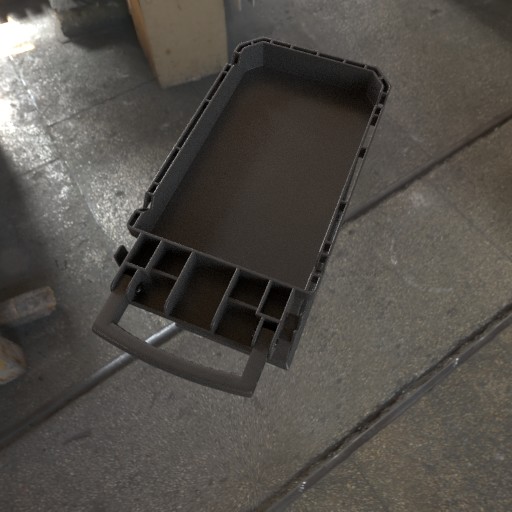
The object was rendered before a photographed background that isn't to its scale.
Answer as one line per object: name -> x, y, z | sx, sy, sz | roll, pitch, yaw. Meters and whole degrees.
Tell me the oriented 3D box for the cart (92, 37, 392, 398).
cart -> 0.000, 0.000, 1.554 | 0.497, 0.884, 1.061 | 20, 64, 10
